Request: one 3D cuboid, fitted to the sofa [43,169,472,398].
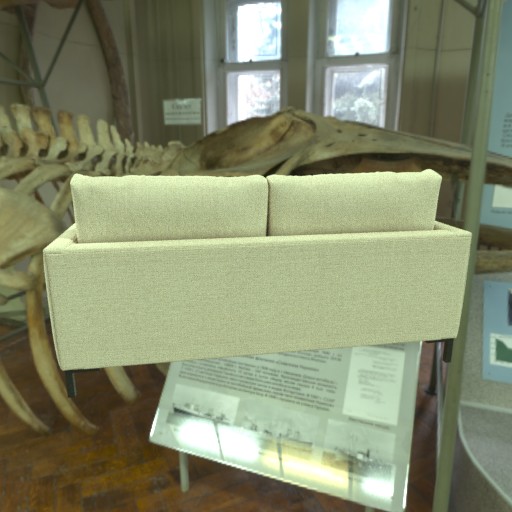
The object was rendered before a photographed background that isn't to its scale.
[{"bbox_3d":[0.000,0.000,2.073,1.651,0.812,0.839,-3,15,-10],"label":"sofa"}]
